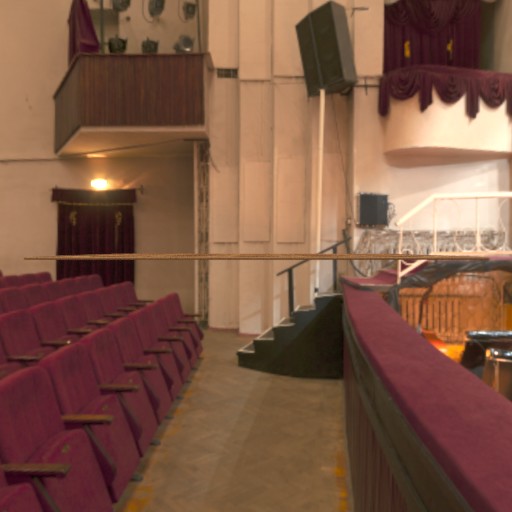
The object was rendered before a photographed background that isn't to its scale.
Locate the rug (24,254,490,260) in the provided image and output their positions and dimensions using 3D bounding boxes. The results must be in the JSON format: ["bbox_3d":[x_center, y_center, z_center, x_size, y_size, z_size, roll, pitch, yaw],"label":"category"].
[{"bbox_3d":[0.000,0.000,2.919,2.290,0.014,1.526,0,1,0],"label":"rug"}]
